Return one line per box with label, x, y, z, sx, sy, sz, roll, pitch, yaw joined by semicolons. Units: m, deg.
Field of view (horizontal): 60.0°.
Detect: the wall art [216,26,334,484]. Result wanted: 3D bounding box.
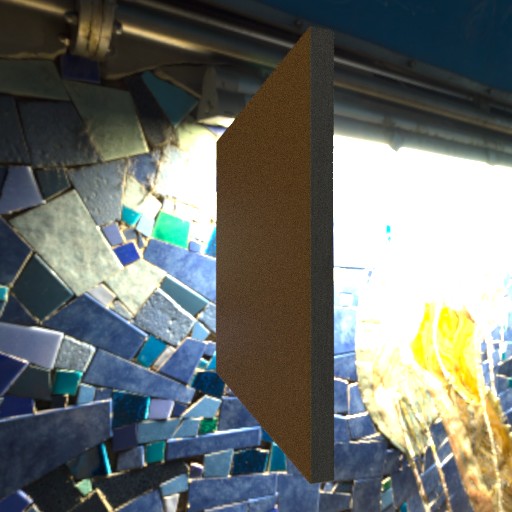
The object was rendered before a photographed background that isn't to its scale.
wall art;0.000;0.000;1.867;0.078;1.288;1.287;0;0;-17
